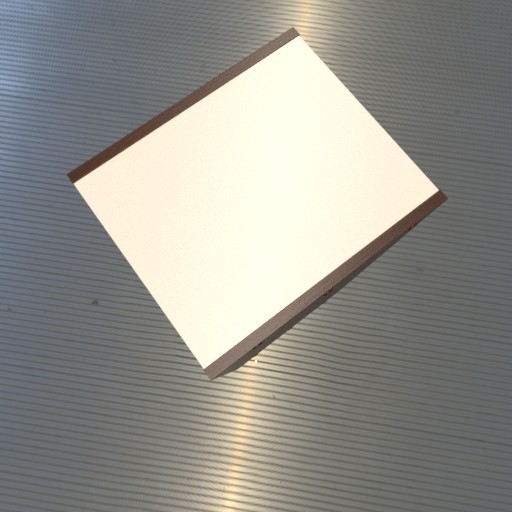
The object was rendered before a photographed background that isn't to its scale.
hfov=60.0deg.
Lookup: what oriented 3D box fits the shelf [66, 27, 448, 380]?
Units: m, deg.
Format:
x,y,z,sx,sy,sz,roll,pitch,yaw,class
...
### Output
x,y,z,sx,sy,sz,roll,pitch,yaw,class
0.000,0.000,0.735,0.290,0.600,0.253,-36,79,-8,shelf
